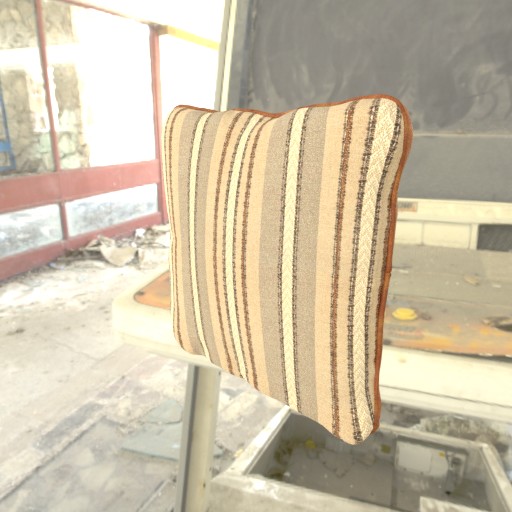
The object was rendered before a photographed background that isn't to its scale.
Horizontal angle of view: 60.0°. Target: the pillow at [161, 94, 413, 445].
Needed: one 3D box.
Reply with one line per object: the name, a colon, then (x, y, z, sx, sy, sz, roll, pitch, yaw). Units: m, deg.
pillow: (0.000, 0.000, 0.737, 0.130, 0.490, 0.489, -16, 23, -43)
